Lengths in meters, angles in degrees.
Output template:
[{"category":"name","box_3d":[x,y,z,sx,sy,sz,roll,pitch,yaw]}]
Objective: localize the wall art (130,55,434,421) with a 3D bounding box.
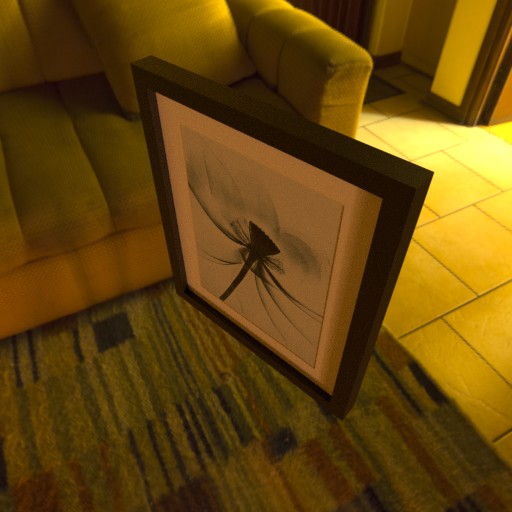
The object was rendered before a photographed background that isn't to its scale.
[{"category":"wall art","box_3d":[0.000,0.000,0.535,0.330,0.381,0.029,32,54,28]}]
